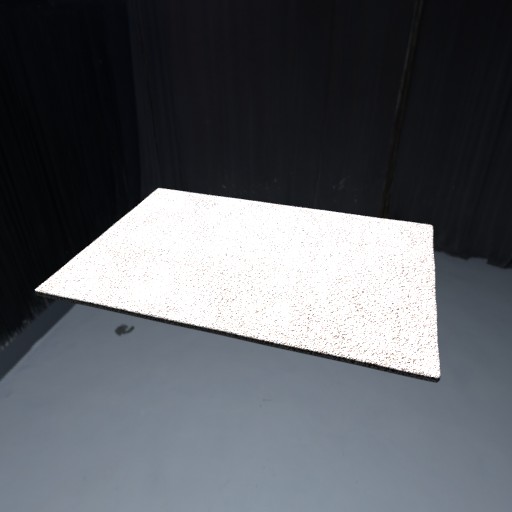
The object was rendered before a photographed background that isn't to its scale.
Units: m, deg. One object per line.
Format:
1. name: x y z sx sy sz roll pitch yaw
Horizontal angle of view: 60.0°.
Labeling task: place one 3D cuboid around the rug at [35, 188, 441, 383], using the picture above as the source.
1. rug: 0.000 0.000 2.315 1.778 0.030 1.219 10 34 15
